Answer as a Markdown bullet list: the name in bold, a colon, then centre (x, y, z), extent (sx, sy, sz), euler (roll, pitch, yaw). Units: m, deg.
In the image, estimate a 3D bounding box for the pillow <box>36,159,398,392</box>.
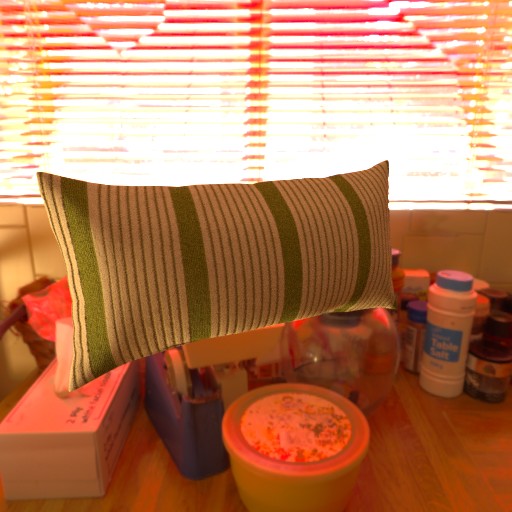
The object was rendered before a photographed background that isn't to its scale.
- **pillow**: centre (0.000, 0.000, 0.720), extent (0.608, 0.292, 0.156), euler (-8, 18, -27)
